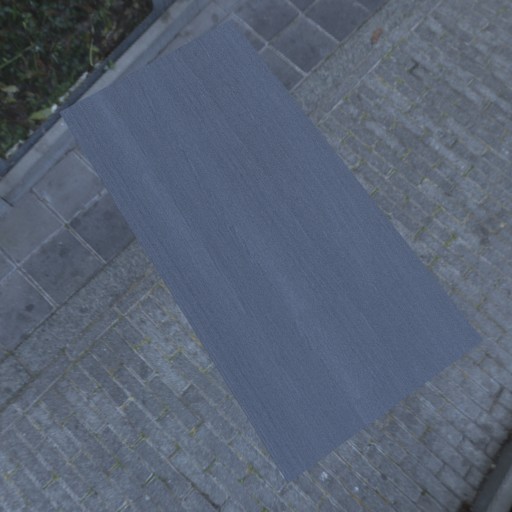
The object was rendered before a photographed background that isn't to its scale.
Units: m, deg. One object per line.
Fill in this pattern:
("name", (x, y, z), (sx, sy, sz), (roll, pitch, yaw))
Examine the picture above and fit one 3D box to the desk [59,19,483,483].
("desk", (0.000, 0.000, 1.475), (0.557, 0.729, 1.099), (-32, 77, -8))
